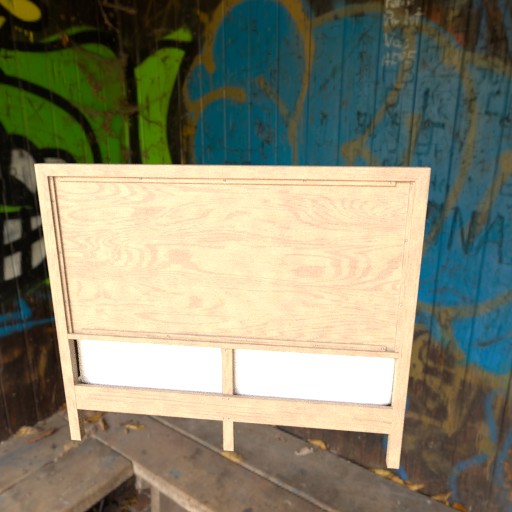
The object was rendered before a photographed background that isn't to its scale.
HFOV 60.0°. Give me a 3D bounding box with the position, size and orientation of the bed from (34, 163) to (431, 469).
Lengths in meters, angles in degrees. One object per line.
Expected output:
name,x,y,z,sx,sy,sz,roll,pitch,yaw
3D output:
bed,0.000,0.000,3.002,1.606,1.369,2.189,2,16,7
